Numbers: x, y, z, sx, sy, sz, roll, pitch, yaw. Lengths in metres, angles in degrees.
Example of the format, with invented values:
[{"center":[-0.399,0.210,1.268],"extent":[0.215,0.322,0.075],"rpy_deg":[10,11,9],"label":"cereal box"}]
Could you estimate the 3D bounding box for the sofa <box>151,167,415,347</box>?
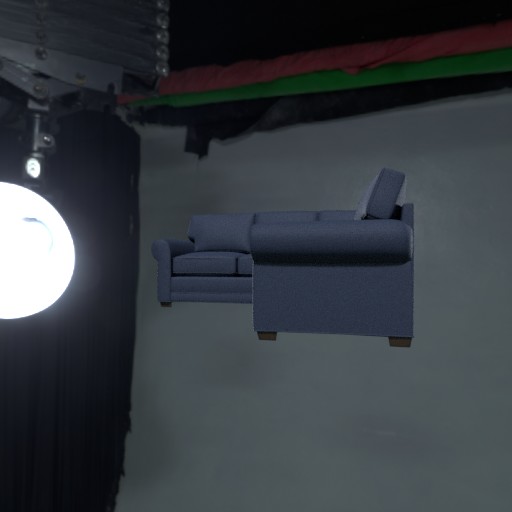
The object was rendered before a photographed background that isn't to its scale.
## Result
[{"center":[0.000,0.000,3.920],"extent":[2.487,1.042,2.562],"rpy_deg":[0,-1,16],"label":"sofa"}]
